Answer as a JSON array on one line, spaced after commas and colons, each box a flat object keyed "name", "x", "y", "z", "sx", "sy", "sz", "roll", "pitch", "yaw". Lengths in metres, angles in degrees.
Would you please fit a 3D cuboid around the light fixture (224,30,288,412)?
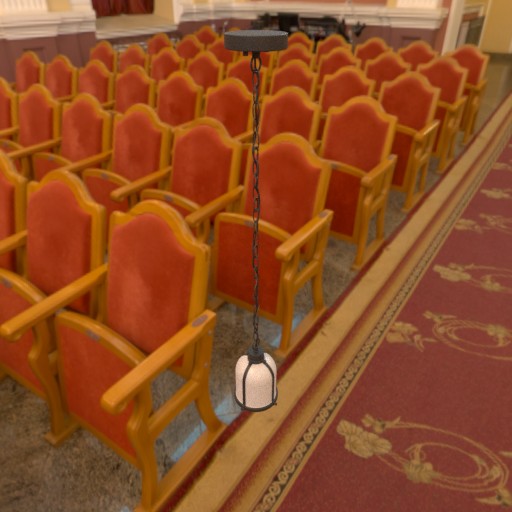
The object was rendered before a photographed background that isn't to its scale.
[{"name": "light fixture", "x": 0.000, "y": 0.000, "z": 1.309, "sx": 0.178, "sy": 1.181, "sz": 0.178, "roll": 20, "pitch": 36, "yaw": 29}]
